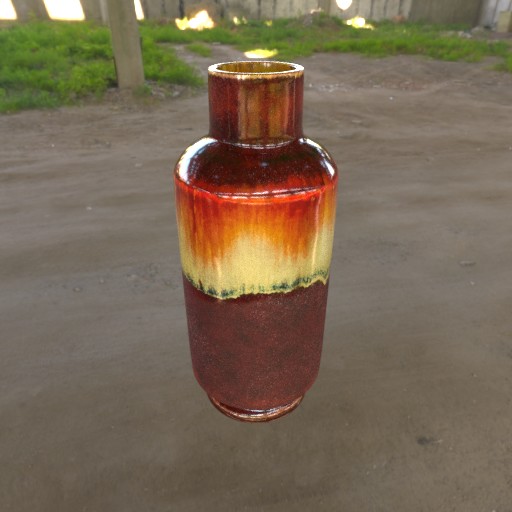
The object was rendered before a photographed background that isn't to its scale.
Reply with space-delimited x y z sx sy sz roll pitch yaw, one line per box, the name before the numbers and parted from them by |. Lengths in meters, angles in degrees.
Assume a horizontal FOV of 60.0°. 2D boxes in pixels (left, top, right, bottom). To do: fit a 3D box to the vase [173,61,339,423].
vase | 0.000 0.000 0.330 0.111 0.261 0.111 0 30 0
